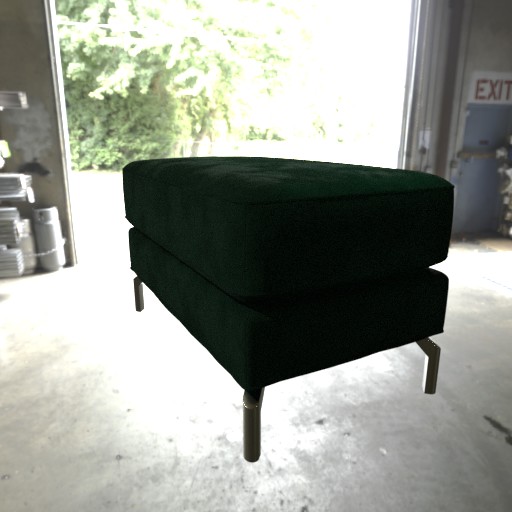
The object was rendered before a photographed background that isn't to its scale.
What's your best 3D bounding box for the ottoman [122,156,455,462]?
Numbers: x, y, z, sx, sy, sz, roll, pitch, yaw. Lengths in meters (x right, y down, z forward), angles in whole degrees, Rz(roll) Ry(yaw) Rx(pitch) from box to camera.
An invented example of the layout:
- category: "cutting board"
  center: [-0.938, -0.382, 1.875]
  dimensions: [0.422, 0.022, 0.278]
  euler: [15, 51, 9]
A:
- category: "ottoman"
  center: [0.000, 0.000, 1.240]
  dimensions: [0.536, 0.533, 0.886]
  euler: [-8, 17, -28]
